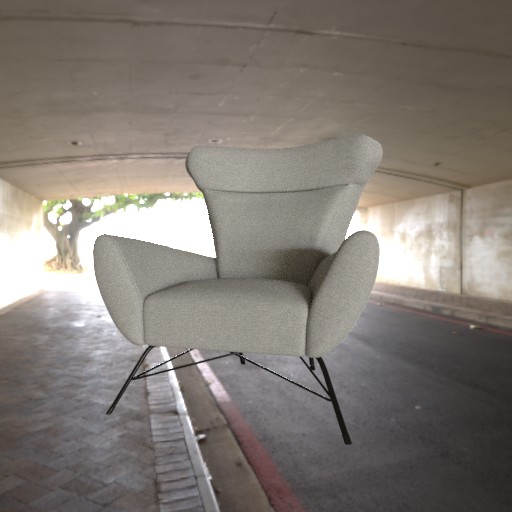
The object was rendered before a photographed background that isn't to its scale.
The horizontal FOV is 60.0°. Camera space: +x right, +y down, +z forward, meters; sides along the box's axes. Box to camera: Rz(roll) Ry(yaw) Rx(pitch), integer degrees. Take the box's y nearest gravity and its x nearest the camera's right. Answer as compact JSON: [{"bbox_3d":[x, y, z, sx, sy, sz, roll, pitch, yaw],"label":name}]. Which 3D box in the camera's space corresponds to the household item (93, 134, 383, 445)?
[{"bbox_3d":[0.000,0.000,1.792,0.980,1.050,0.900,0,1,17],"label":"household item"}]
